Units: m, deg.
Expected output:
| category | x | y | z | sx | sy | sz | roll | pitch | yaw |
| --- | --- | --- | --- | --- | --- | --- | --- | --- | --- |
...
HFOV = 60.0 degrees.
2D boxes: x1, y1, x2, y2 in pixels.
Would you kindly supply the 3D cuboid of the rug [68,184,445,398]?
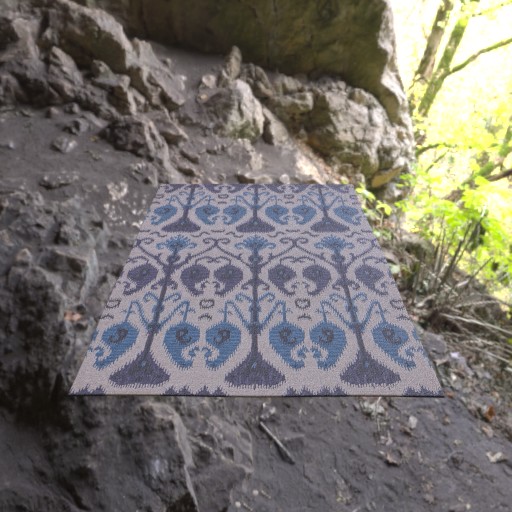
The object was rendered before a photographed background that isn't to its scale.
| category | x | y | z | sx | sy | sz | roll | pitch | yaw |
| --- | --- | --- | --- | --- | --- | --- | --- | --- | --- |
| rug | 0.000 | 0.000 | 2.897 | 1.676 | 0.013 | 2.261 | 0 | 33 | 0 |
